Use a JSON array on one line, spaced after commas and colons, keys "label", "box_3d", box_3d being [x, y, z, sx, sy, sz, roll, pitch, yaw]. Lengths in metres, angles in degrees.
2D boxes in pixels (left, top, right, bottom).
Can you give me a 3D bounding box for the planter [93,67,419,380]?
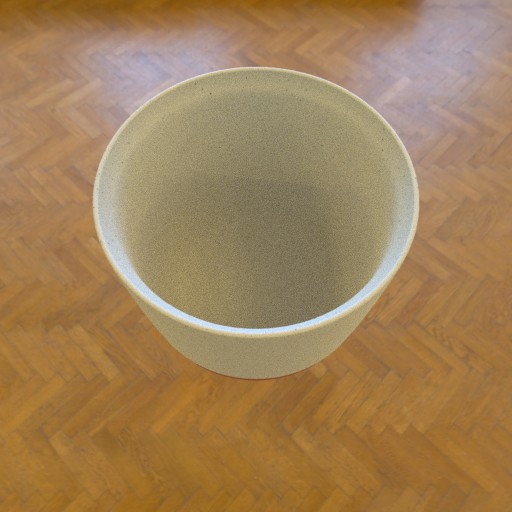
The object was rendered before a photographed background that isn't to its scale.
[{"label": "planter", "box_3d": [0.000, 0.000, 0.374, 0.204, 0.214, 0.204, 0, 63, 0]}]
